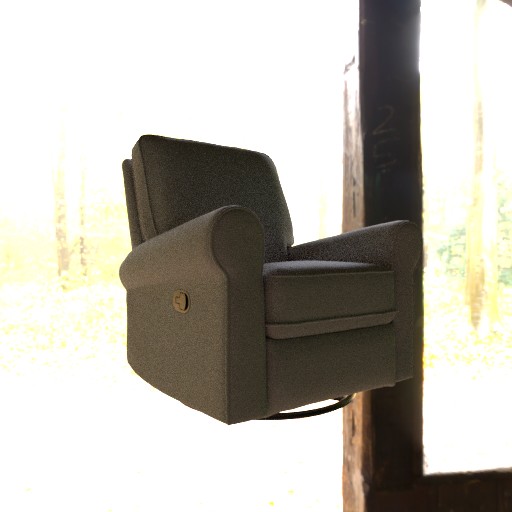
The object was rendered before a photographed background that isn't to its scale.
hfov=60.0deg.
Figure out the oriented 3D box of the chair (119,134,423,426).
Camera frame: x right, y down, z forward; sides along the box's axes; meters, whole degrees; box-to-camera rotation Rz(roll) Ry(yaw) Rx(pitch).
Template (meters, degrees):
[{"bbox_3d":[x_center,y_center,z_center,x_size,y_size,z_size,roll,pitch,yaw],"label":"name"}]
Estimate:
[{"bbox_3d":[0.000,0.000,1.645,0.890,0.960,0.878,0,0,-36],"label":"chair"}]
